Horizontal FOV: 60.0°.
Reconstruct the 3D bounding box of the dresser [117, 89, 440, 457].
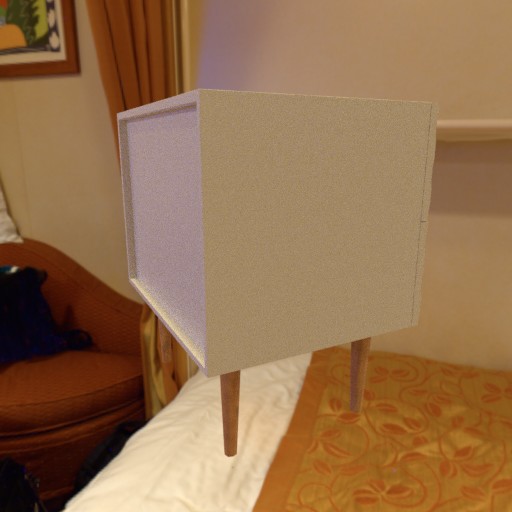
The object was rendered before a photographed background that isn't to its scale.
[{"bbox_3d":[0.000,0.000,0.901,0.414,0.568,0.503,-7,16,-27],"label":"dresser"}]
